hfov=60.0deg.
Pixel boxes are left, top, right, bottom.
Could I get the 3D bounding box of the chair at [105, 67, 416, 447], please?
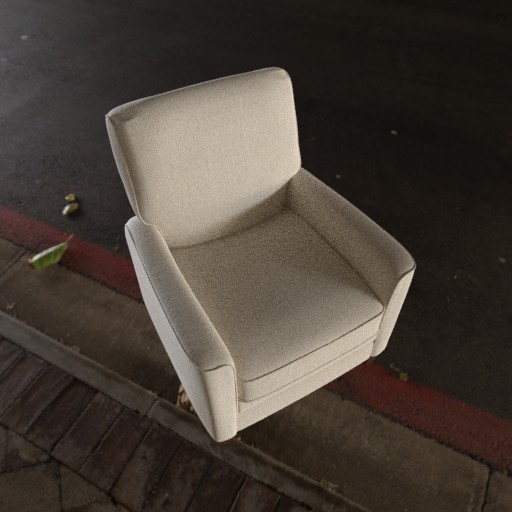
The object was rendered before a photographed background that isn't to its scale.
[{"bbox_3d":[0.000,0.000,1.650,0.841,1.028,0.858,-23,51,-20],"label":"chair"}]
